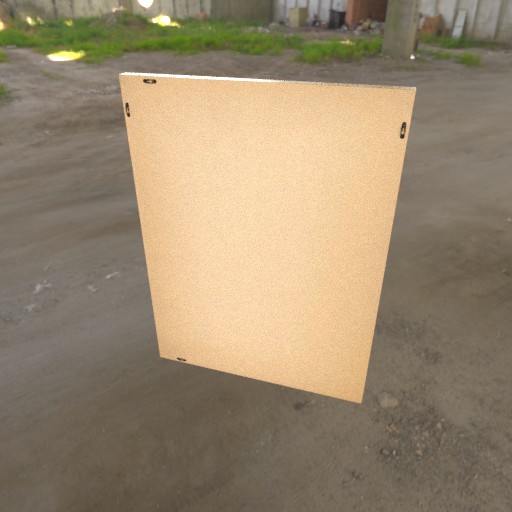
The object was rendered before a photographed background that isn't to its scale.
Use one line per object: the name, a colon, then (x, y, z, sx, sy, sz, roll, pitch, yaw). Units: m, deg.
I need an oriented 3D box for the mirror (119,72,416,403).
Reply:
mirror: (0.000, 0.000, 1.363, 0.762, 1.016, 0.041, 9, 32, 15)
